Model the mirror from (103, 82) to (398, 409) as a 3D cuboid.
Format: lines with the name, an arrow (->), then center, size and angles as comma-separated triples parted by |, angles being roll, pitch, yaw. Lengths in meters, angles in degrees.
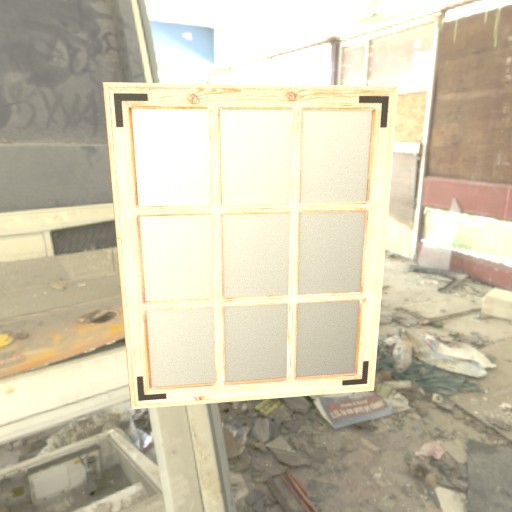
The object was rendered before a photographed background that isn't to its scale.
mirror -> 0.000, 0.000, 1.220 | 0.730, 0.882, 0.032 | -2, 16, -7
